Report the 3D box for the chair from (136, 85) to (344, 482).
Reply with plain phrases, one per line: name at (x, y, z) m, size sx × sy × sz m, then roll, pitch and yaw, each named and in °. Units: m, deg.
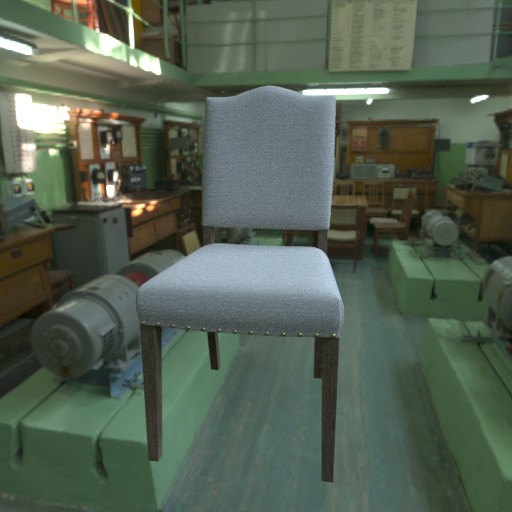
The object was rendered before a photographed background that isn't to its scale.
chair at (0.000, 0.000, 1.325) m, size 0.508 × 1.020 × 0.620 m, roll 2°, pitch 15°, yaw 9°
